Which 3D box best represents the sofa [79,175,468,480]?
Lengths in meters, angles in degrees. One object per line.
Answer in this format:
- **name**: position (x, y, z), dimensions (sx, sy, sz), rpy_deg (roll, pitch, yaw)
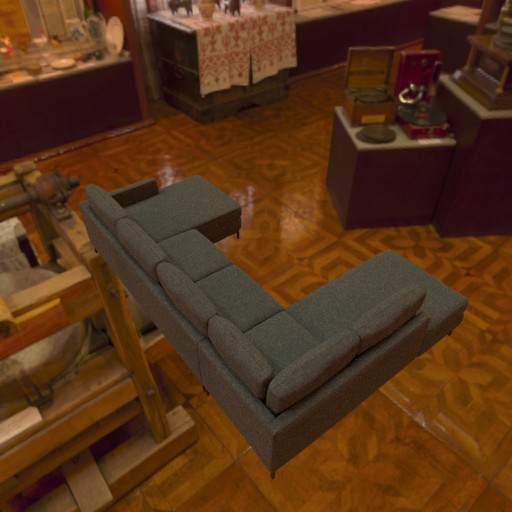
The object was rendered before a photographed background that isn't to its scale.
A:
- **sofa**: position (0.000, 0.000, 3.889), dimensions (2.007, 0.813, 2.956), rpy_deg (-27, 47, -28)
